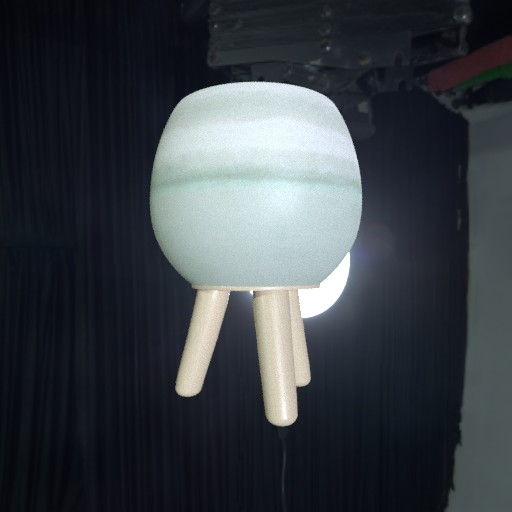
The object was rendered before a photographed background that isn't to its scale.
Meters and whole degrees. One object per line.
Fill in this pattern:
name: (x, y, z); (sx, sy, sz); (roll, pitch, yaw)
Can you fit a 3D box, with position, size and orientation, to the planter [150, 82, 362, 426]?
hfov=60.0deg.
planter: (0.000, 0.000, 0.346); (0.161, 0.224, 0.161); (0, -1, 0)
